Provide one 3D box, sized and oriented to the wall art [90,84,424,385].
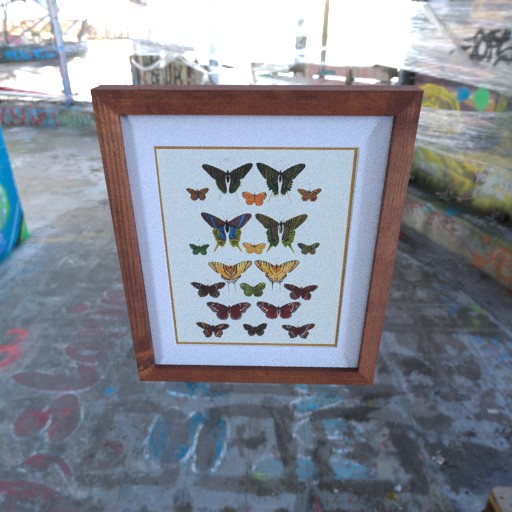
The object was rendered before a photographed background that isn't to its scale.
[{"bbox_3d":[0.000,0.000,0.625,0.377,0.449,0.039,1,29,1],"label":"wall art"}]
